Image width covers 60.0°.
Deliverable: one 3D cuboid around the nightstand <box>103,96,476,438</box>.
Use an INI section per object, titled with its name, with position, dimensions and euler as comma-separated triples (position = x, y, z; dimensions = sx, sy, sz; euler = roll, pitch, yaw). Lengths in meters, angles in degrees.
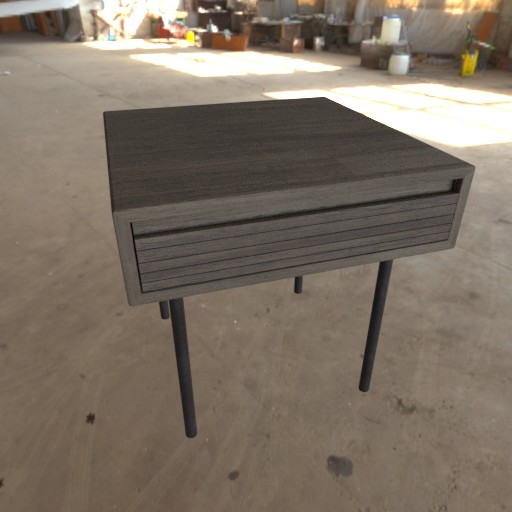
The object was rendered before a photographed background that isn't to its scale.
[nightstand]
position = 0.000, 0.000, 0.898
dimensions = 0.502, 0.497, 0.503
euler = -9, 32, -15
